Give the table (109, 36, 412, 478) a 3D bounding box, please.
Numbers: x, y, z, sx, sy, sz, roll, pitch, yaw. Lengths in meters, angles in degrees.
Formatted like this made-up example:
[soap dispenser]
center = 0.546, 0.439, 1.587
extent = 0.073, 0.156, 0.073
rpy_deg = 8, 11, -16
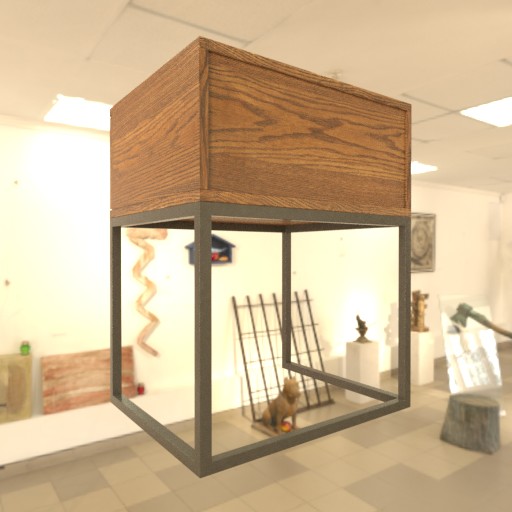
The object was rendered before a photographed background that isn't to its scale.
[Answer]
[table]
center = 0.000, 0.000, 0.912
extent = 0.482, 0.610, 0.400
rpy_deg = 0, 1, -36
